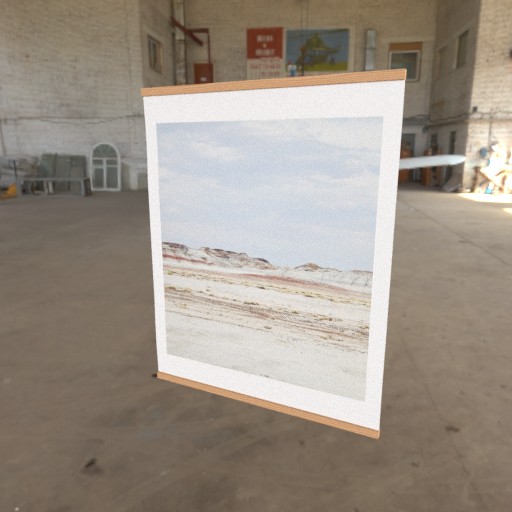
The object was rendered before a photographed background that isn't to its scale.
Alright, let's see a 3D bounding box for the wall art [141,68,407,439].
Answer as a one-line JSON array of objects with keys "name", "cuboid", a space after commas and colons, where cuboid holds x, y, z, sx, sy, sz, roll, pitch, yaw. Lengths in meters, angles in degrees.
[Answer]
[{"name": "wall art", "cuboid": [0.000, 0.000, 0.681, 0.404, 0.507, 0.010, 7, 15, 26]}]
